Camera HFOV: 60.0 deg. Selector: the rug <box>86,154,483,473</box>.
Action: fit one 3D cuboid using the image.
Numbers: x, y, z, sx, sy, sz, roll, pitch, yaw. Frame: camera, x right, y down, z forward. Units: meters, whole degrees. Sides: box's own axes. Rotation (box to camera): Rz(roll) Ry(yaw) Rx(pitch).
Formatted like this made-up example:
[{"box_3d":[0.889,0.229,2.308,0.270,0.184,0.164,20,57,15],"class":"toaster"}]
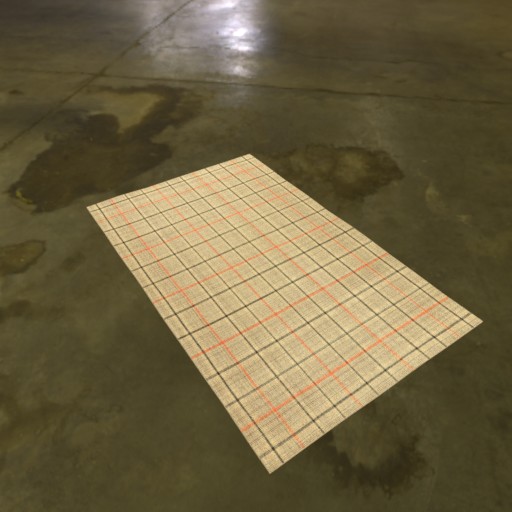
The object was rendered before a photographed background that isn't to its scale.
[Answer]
[{"box_3d":[0.000,0.000,3.005,1.524,0.015,2.439,-24,47,-25],"class":"rug"}]
